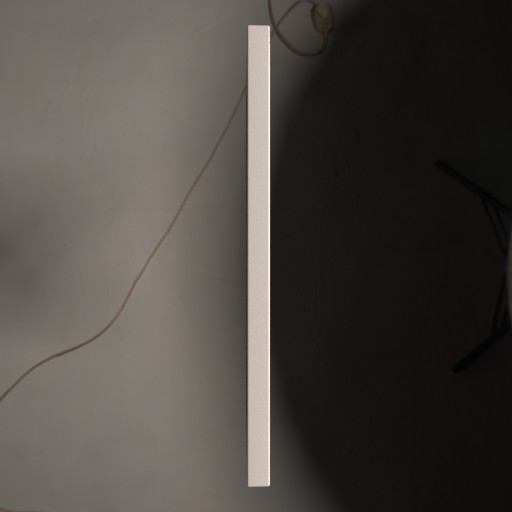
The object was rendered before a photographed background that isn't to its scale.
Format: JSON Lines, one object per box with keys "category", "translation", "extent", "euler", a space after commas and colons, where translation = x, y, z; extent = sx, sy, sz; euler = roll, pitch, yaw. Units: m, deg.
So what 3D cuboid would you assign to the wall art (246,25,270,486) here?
{"category": "wall art", "translation": [0.000, 0.000, 0.862], "extent": [0.038, 0.255, 0.763], "euler": [0, 90, -2]}
